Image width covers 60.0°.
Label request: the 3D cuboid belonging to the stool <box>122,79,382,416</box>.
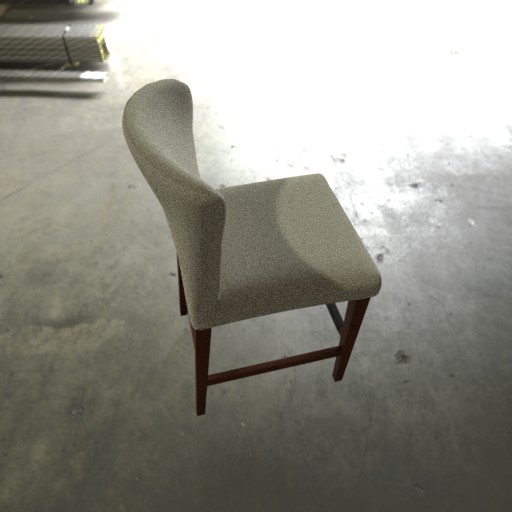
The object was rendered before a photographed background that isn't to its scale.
[{"bbox_3d":[0.000,0.000,1.301,0.568,0.969,0.481,-10,48,-10],"label":"stool"}]
